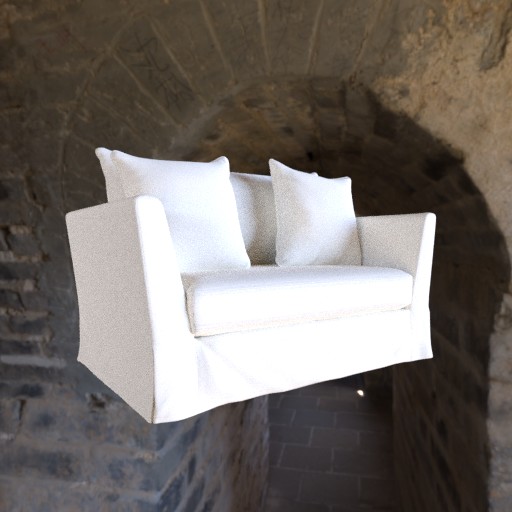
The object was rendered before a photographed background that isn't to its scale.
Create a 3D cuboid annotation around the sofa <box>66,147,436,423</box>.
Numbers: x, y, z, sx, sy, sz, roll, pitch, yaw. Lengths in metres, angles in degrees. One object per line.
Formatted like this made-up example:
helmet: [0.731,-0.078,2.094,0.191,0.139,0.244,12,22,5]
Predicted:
sofa: [0.000,0.000,2.237,1.608,1.039,1.026,-1,2,-35]
